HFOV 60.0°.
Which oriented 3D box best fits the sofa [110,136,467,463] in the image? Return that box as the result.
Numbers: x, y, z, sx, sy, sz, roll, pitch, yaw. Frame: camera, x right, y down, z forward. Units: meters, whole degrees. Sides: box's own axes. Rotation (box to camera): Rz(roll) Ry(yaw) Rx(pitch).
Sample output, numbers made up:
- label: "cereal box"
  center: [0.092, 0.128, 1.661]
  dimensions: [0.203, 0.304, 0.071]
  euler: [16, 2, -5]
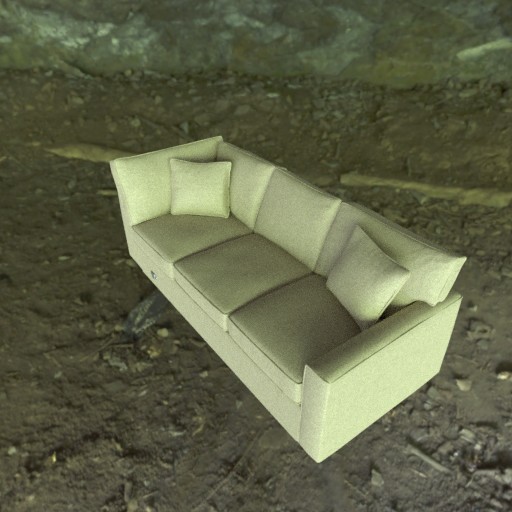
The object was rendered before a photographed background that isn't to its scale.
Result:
- label: "sofa"
  center: [0.000, 0.000, 2.941]
  dimensions: [1.053, 0.948, 2.323]
  euler: [-22, 39, -30]
